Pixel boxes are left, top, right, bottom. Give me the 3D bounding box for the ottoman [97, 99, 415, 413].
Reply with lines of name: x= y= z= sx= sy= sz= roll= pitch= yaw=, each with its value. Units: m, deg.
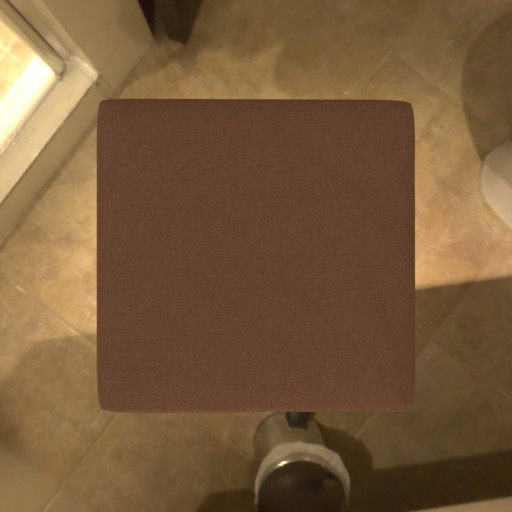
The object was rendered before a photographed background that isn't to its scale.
ottoman: x=0.000 y=0.000 z=1.797 sx=1.181 sy=0.470 sz=1.181 roll=0 pitch=90 yaw=-1
